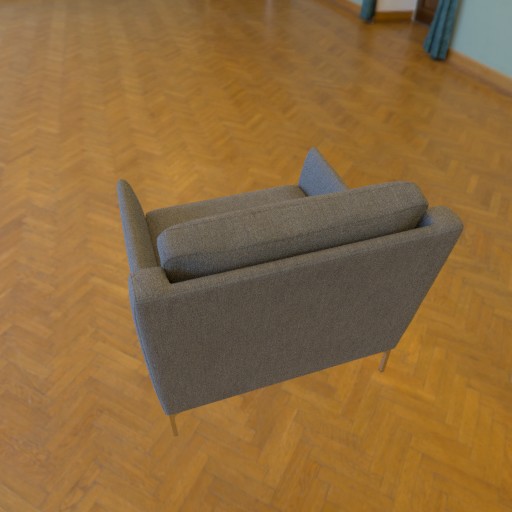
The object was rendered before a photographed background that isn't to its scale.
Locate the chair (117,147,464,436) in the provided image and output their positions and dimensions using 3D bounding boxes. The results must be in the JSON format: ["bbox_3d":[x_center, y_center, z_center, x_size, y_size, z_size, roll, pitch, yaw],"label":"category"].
[{"bbox_3d":[0.000,0.000,1.521,0.847,0.828,0.849,-12,43,-14],"label":"chair"}]
